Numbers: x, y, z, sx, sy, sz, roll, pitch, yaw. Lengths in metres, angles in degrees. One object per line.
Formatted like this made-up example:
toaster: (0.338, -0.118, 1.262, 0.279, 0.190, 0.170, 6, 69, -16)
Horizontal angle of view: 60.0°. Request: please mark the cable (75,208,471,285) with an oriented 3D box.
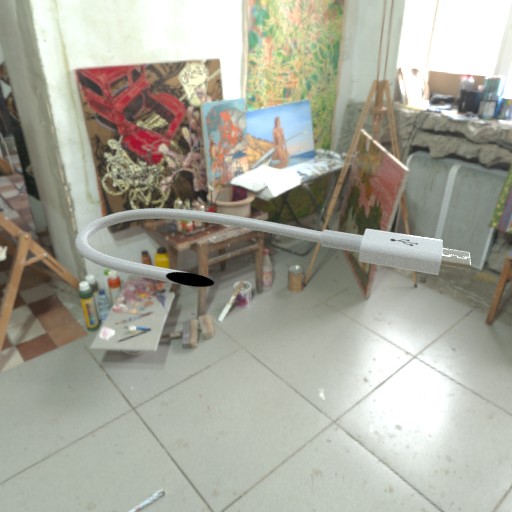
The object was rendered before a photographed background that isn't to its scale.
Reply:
cable: (0.000, 0.000, 0.109, 0.098, 0.006, 0.040, 10, 32, 17)
